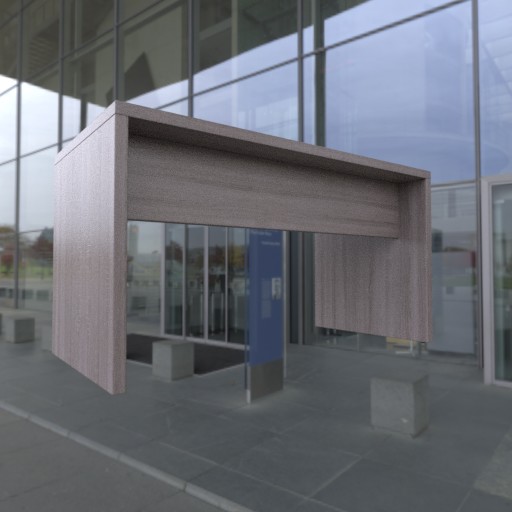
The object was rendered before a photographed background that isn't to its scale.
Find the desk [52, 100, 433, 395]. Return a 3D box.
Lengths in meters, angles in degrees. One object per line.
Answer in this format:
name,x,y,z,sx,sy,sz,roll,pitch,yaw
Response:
desk,0.000,0.000,1.791,1.380,0.745,0.690,1,-2,-36
